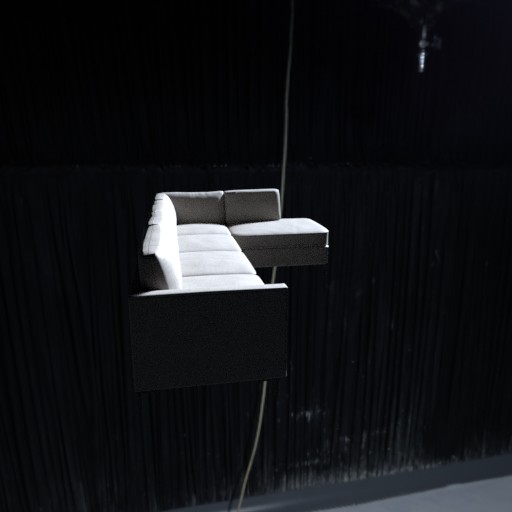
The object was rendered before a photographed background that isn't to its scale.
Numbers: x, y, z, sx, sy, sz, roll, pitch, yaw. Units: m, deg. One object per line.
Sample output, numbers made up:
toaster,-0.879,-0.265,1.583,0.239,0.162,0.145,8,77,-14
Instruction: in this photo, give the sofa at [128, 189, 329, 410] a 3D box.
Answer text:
sofa,0.000,0.000,4.274,2.077,0.964,3.331,-3,15,-10
